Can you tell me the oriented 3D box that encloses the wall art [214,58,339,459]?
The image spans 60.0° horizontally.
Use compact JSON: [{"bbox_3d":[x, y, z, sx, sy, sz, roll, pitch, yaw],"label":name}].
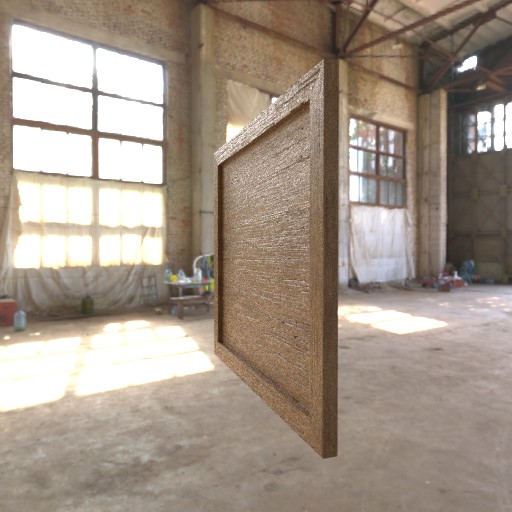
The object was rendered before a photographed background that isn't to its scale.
[{"bbox_3d":[0.000,0.000,0.980,0.026,0.588,0.690,0,1,-19],"label":"wall art"}]
